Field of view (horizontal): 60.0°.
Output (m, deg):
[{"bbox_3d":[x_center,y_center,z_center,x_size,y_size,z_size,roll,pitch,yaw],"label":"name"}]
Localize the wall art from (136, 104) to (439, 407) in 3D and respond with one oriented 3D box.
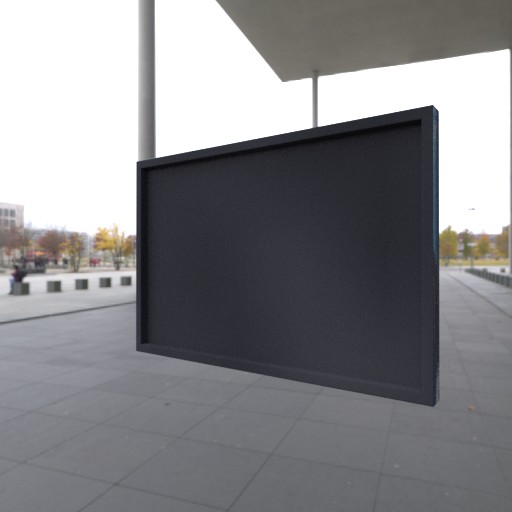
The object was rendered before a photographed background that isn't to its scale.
[{"bbox_3d":[0.000,0.000,0.785,0.609,0.406,0.033,0,0,36],"label":"wall art"}]
